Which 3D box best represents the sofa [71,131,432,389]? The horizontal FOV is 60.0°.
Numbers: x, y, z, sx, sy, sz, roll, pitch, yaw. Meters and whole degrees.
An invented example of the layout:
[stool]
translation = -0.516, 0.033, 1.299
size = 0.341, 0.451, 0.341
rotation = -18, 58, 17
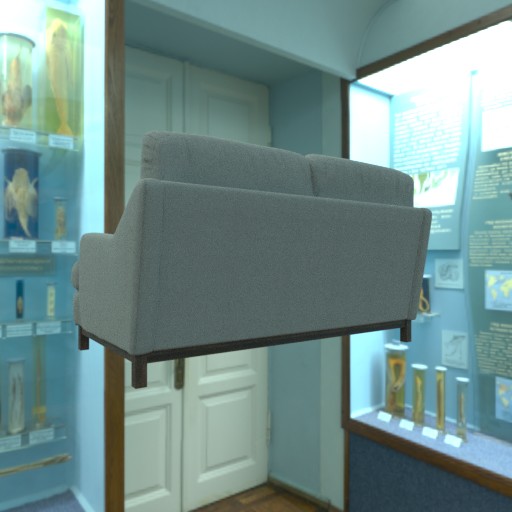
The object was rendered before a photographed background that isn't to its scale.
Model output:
[sofa]
translation = 0.000, 0.000, 2.256
size = 1.589, 0.921, 0.987
rotation = 0, 0, -35
